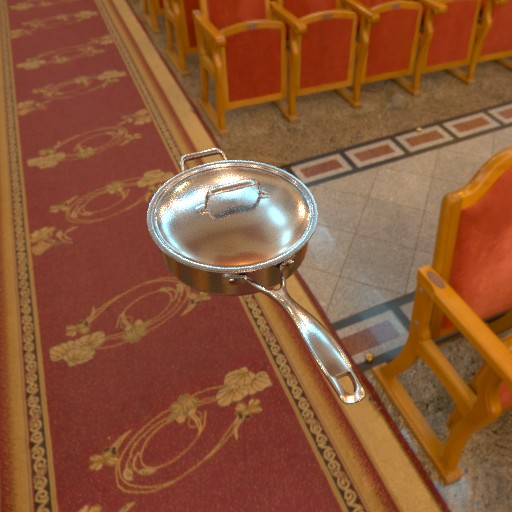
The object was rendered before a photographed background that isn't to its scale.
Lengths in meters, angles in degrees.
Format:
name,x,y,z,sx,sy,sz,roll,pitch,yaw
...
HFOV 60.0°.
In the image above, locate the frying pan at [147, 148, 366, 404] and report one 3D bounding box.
name,x,y,z,sx,sy,sz,roll,pitch,yaw
frying pan,0.000,0.000,0.592,0.245,0.111,0.492,-16,48,-15
